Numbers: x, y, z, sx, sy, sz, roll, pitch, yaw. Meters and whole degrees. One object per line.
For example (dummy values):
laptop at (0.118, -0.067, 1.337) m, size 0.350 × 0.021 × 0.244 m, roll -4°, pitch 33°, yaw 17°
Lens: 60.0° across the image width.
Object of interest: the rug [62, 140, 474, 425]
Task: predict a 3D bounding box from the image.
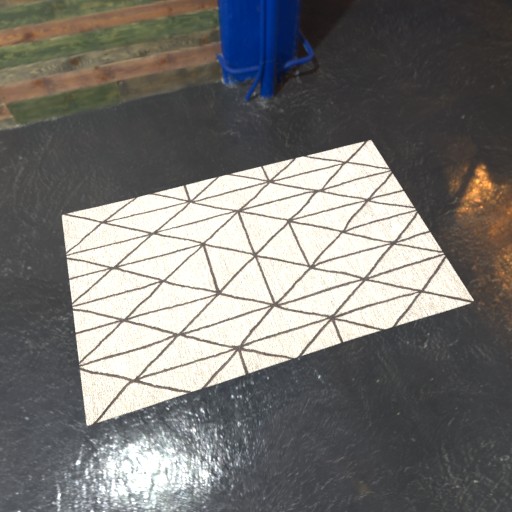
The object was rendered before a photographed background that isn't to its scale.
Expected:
rug at (0.000, 0.000, 3.034) m, size 2.465 × 0.008 × 1.526 m, roll -15°, pitch 60°, yaw -9°
